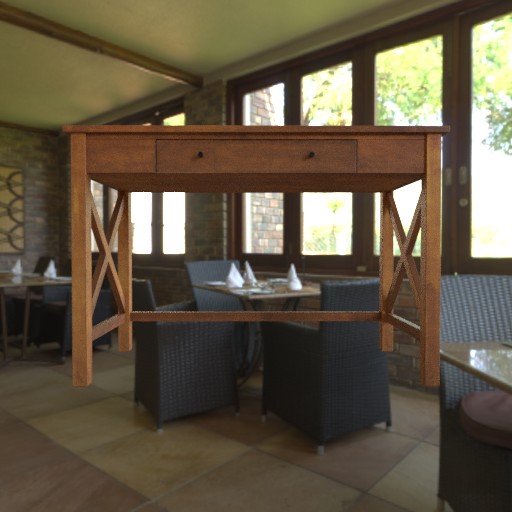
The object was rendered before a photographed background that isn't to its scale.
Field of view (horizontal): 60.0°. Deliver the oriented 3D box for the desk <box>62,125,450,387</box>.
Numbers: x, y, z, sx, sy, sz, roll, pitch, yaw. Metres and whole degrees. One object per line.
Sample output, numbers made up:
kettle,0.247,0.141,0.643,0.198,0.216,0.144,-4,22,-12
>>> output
desk,0.000,0.000,1.533,1.117,0.762,0.508,0,1,0
